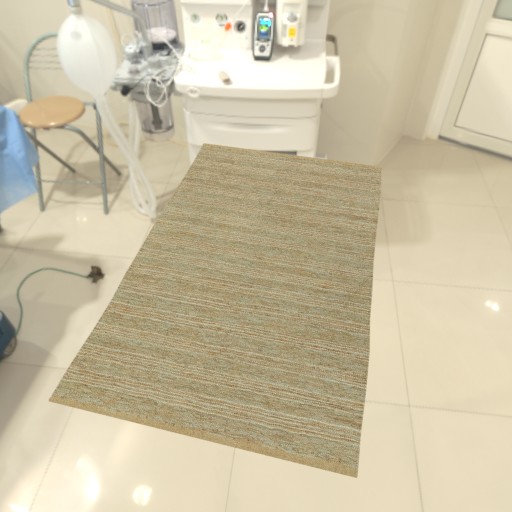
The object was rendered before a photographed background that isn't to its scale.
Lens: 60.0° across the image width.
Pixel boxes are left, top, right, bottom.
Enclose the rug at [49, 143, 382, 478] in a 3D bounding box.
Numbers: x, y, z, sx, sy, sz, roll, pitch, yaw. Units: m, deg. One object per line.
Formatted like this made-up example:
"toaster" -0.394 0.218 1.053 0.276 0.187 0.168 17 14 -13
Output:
"rug" 0.000 0.000 2.909 1.540 0.012 2.448 10 47 9
